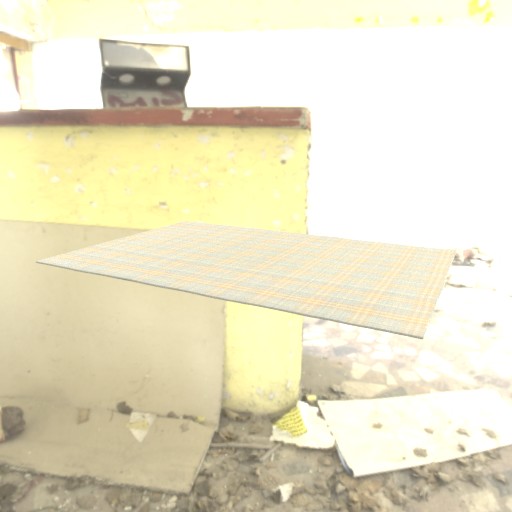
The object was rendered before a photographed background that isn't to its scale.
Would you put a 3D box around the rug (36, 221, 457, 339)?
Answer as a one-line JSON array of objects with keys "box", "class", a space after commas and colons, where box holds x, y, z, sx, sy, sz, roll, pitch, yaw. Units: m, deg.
[{"box": [0.000, 0.000, 2.308, 1.835, 0.012, 1.231, 8, 17, 27], "class": "rug"}]
